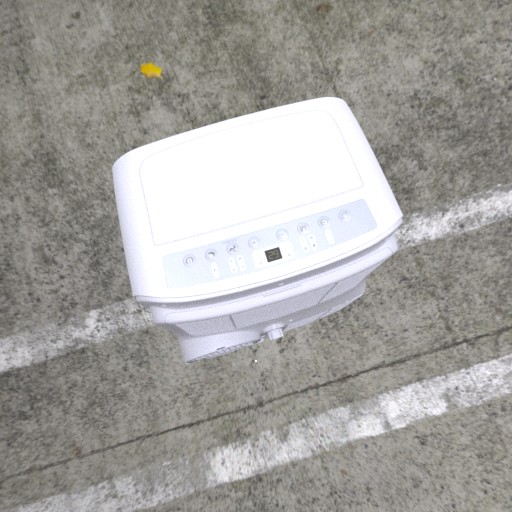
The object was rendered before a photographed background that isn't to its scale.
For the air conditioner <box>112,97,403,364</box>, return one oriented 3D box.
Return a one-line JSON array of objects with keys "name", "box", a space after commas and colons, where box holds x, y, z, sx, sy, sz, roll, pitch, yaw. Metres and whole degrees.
[{"name": "air conditioner", "box": [0.000, 0.000, 0.967, 0.454, 0.700, 0.365, -17, 77, -4]}]
